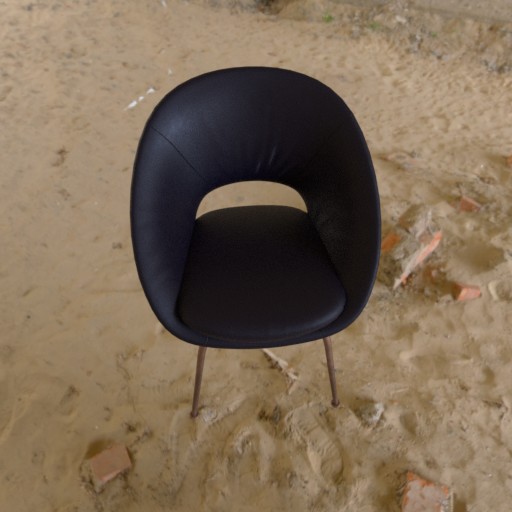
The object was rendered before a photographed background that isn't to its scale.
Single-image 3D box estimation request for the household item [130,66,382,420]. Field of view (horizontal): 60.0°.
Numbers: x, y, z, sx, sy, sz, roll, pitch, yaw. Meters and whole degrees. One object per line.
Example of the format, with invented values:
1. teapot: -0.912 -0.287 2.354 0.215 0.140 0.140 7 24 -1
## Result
1. household item: 0.000 0.000 1.263 0.623 0.852 0.573 -4 48 -3
